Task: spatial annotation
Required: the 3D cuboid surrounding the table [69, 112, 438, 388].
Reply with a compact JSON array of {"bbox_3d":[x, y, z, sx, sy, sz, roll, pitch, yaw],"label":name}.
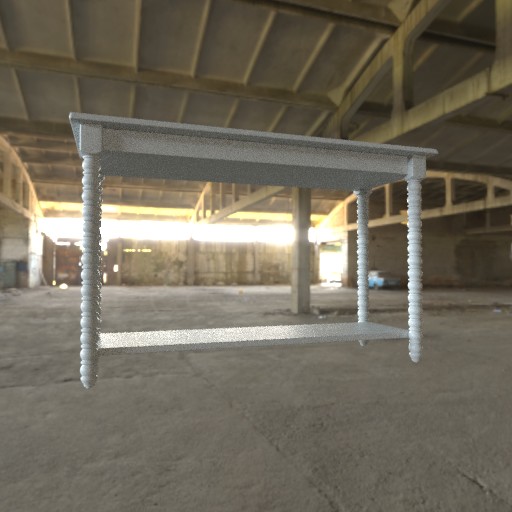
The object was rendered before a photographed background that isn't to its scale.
[{"bbox_3d":[0.000,0.000,1.554,1.184,0.740,0.459,1,-2,-18],"label":"table"}]
